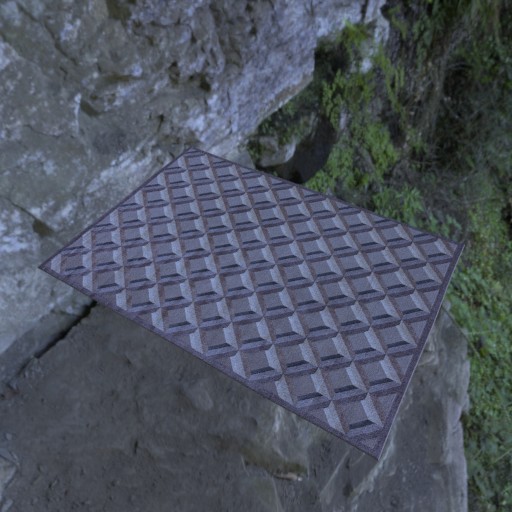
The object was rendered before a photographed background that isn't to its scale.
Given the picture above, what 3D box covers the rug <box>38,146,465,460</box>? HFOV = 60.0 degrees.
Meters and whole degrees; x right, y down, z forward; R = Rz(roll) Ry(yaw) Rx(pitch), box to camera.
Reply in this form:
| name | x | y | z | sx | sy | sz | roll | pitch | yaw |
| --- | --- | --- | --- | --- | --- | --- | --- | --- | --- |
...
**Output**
| name | x | y | z | sx | sy | sz | roll | pitch | yaw |
| --- | --- | --- | --- | --- | --- | --- | --- | --- | --- |
| rug | 0.000 | 0.000 | 2.859 | 2.260 | 0.013 | 1.600 | 24 | 51 | 21 |
